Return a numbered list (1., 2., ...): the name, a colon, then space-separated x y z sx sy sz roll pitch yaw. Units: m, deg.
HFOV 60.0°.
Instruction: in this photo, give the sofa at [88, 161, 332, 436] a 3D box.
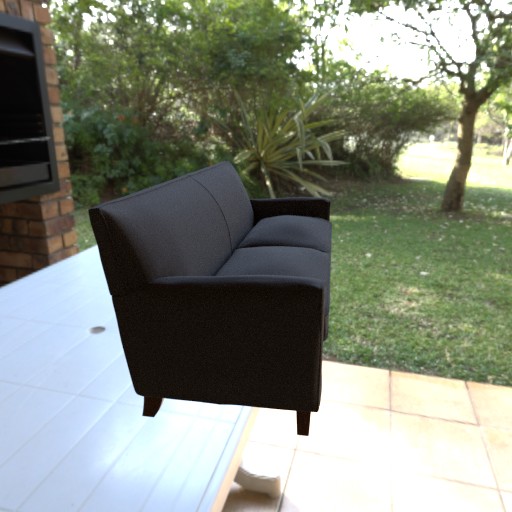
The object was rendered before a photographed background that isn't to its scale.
1. sofa: 0.000 0.000 2.518 0.843 0.907 2.002 3 17 9
